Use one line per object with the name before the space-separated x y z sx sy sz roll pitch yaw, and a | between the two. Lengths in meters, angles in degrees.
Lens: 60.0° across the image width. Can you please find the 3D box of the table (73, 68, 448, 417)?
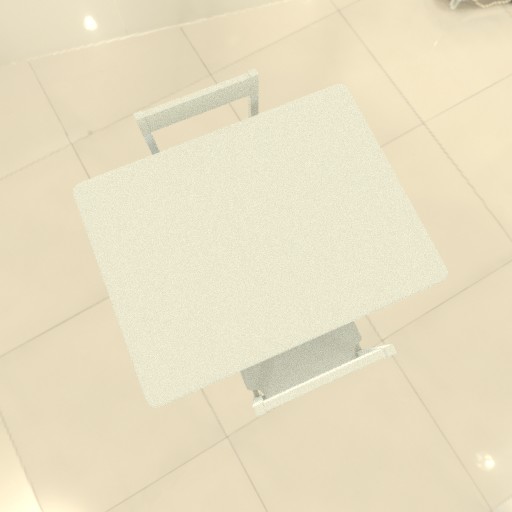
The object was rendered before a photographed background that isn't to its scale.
table | 0.000 0.000 1.130 0.650 0.503 0.672 -23 77 -6
